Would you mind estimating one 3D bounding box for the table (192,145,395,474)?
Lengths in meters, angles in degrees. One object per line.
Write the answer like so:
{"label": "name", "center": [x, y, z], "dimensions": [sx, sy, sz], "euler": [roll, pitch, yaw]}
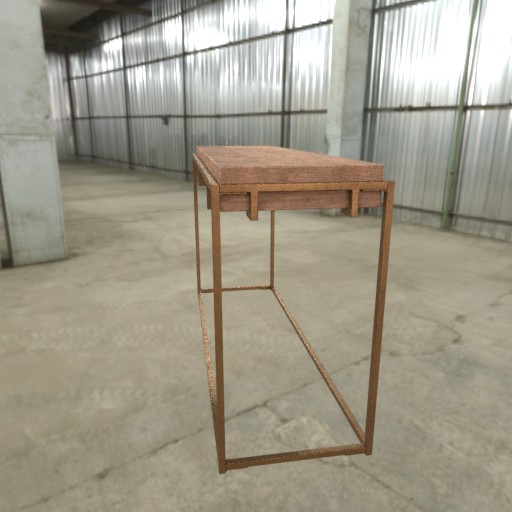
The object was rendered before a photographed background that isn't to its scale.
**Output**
{"label": "table", "center": [0.000, 0.000, 1.792], "dimensions": [0.440, 0.820, 1.400], "euler": [-3, 16, -9]}
